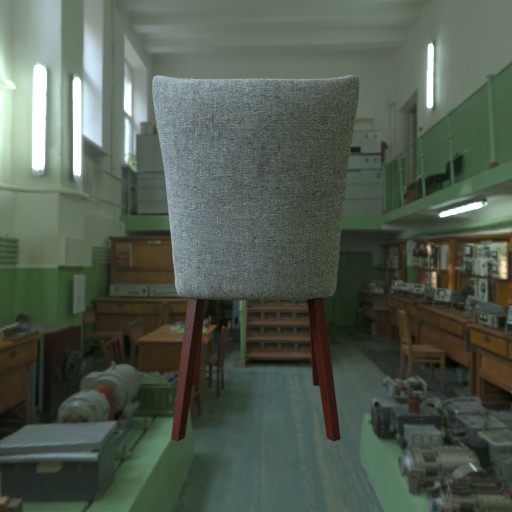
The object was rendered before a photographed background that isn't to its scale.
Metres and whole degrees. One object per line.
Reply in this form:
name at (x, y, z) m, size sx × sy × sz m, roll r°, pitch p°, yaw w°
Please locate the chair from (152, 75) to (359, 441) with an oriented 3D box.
chair at (0.000, 0.000, 1.312) m, size 0.535 × 0.924 × 0.623 m, roll 0°, pitch -1°, yaw 0°
